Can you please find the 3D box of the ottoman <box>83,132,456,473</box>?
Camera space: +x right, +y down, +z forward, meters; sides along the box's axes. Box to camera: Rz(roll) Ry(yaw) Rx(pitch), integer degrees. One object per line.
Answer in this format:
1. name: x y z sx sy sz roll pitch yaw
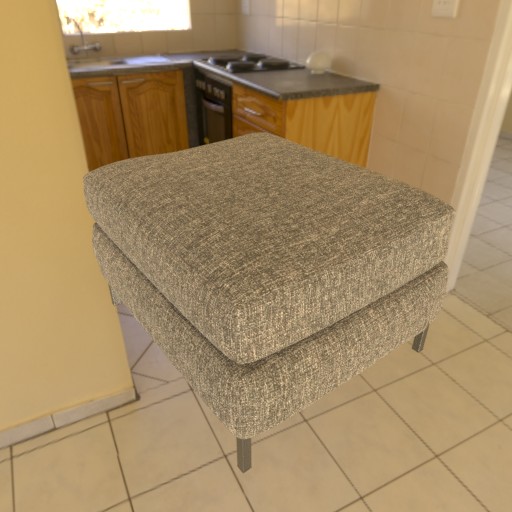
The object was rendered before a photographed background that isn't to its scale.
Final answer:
1. ottoman: 0.000 0.000 1.211 0.683 0.480 0.828 -21 37 -31
